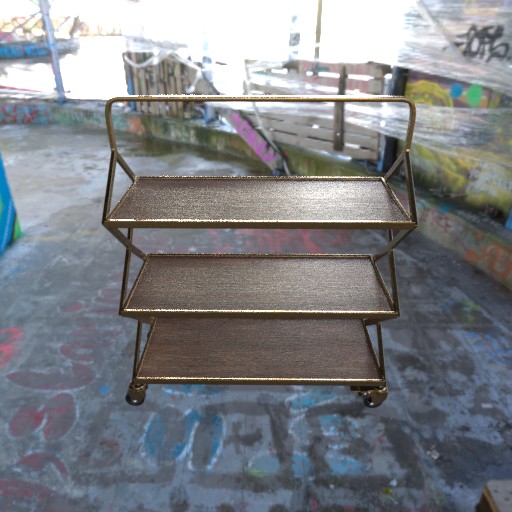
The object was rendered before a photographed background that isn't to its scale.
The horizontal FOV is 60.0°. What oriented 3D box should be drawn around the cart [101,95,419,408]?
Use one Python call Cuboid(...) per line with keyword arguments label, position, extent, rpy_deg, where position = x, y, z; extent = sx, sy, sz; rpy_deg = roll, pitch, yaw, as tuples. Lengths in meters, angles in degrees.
Cuboid(label="cart", position=(0.000, 0.000, 1.170), extent=(0.723, 0.805, 0.313), rpy_deg=(0, 29, 1))
